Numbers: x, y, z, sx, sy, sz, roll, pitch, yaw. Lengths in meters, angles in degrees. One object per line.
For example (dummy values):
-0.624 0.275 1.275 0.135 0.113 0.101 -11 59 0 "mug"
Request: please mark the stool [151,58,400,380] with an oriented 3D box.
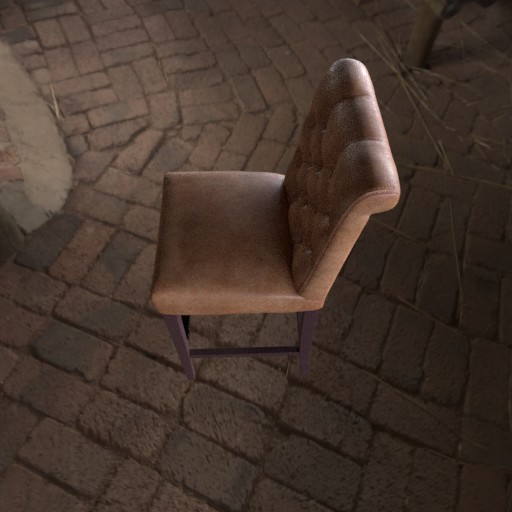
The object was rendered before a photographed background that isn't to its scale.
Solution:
0.000 0.000 1.474 0.601 1.140 0.493 -1 57 -1 "stool"
